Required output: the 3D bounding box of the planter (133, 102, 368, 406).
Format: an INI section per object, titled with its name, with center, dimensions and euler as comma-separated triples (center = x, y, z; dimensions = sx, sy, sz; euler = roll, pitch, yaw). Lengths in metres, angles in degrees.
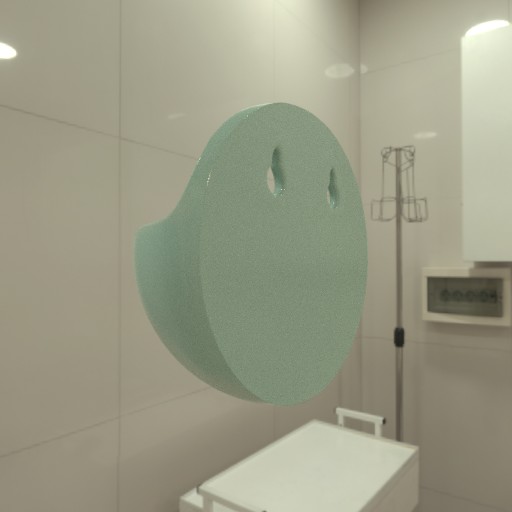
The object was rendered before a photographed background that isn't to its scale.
[planter]
center = 0.000, 0.000, 0.269
dimensions = 0.073, 0.164, 0.189
euler = -1, -1, 36
